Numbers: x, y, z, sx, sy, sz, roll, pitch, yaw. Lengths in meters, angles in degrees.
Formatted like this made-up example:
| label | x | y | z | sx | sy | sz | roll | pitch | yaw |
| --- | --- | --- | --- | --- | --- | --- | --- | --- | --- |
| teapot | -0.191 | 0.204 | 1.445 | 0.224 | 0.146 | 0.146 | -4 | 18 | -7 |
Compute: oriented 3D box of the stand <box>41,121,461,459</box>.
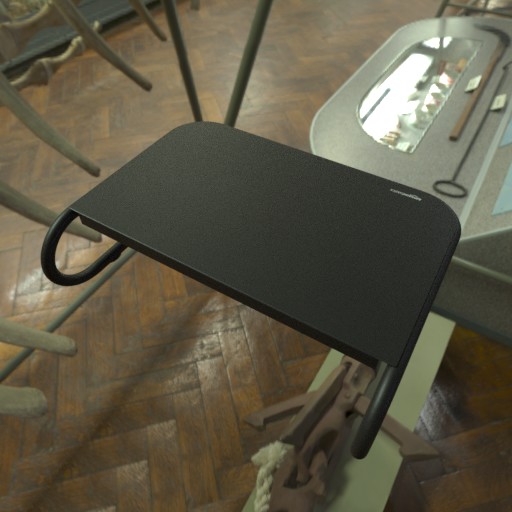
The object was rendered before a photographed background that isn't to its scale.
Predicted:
| label | x | y | z | sx | sy | sz | roll | pitch | yaw |
| --- | --- | --- | --- | --- | --- | --- | --- | --- | --- |
| stand | 0.000 | 0.000 | 0.491 | 0.370 | 0.108 | 0.280 | 24 | 52 | 21 |
